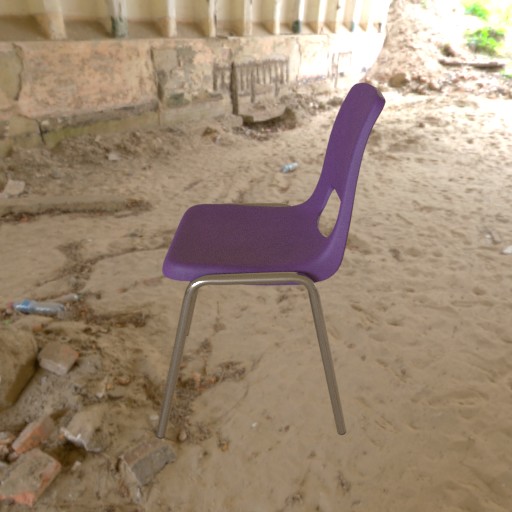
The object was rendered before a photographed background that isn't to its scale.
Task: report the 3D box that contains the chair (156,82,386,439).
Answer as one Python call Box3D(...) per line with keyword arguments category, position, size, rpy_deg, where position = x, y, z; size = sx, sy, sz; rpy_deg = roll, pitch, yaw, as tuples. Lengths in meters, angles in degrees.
Box3D(category="chair", position=(0.000, 0.000, 0.969), size=(0.432, 0.704, 0.381), rpy_deg=(0, 27, 0))
